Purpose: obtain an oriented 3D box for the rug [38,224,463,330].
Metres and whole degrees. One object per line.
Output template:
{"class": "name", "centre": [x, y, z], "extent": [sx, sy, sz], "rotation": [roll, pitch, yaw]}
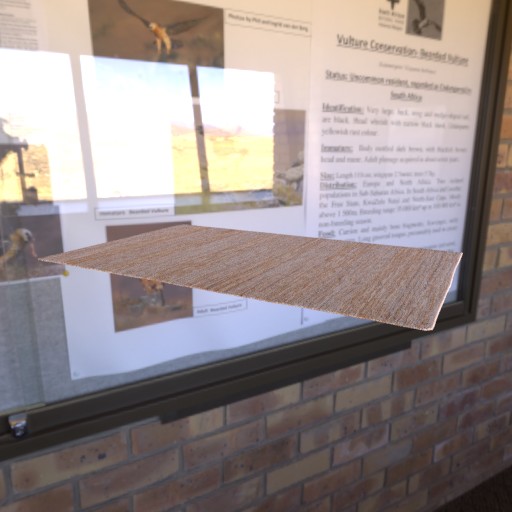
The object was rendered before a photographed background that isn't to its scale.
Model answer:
{"class": "rug", "centre": [0.000, 0.000, 2.995], "extent": [2.446, 0.009, 1.529], "rotation": [7, 16, 28]}
